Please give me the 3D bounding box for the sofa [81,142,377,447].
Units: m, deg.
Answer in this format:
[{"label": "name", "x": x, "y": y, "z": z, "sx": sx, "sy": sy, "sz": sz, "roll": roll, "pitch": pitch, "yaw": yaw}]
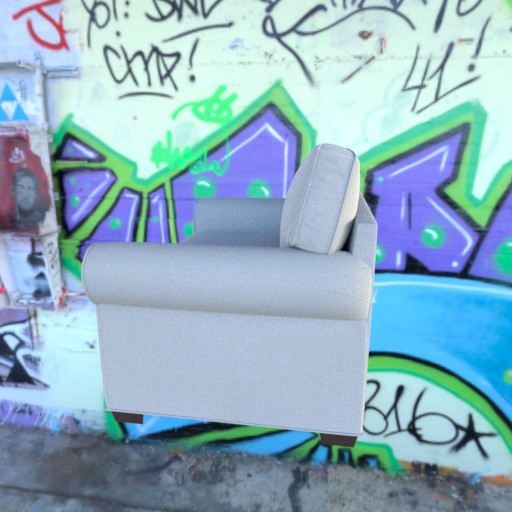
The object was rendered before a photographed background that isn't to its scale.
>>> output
[{"label": "sofa", "x": 0.000, "y": 0.000, "z": 2.029, "sx": 0.937, "sy": 1.006, "sz": 1.405, "roll": 2, "pitch": 15, "yaw": 9}]
